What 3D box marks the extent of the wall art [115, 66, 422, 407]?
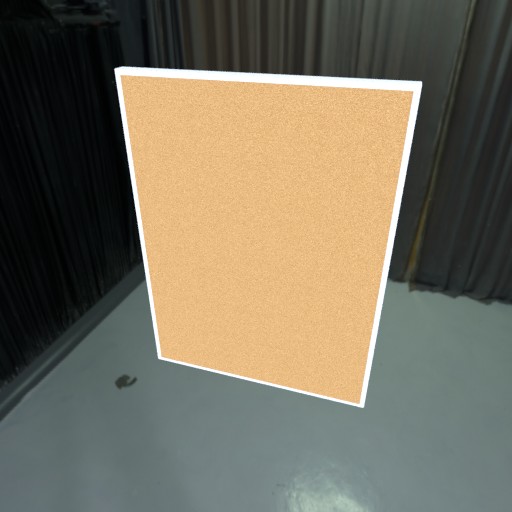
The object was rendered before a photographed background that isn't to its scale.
[{"bbox_3d":[0.000,0.000,1.593,0.914,1.221,0.046,9,32,15],"label":"wall art"}]
